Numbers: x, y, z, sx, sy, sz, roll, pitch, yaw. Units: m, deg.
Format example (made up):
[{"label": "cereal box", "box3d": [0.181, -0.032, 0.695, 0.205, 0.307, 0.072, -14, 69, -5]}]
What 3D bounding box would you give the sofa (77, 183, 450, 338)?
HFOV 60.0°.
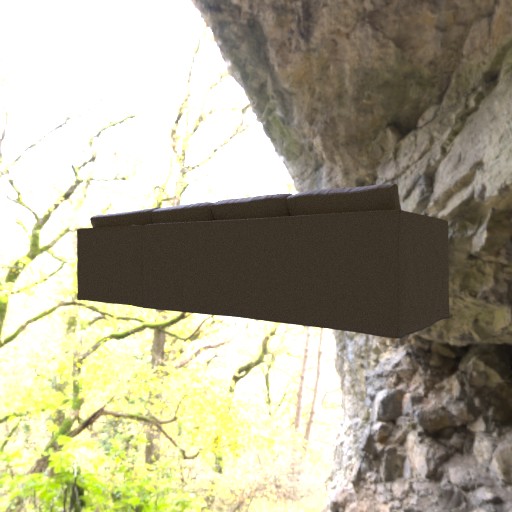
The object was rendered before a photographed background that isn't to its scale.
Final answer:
[{"label": "sofa", "box3d": [0.000, 0.000, 3.937, 3.206, 0.871, 1.622, 0, 1, 38]}]
